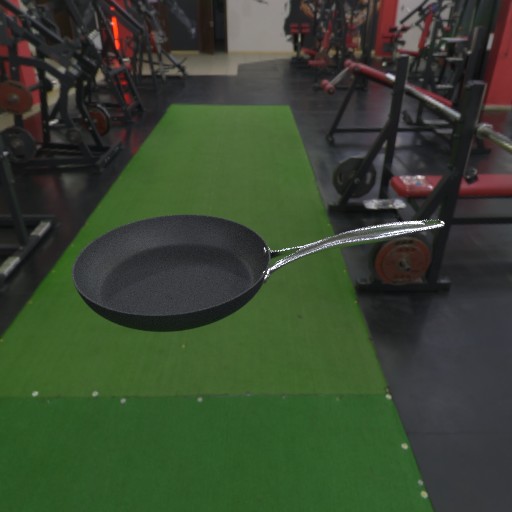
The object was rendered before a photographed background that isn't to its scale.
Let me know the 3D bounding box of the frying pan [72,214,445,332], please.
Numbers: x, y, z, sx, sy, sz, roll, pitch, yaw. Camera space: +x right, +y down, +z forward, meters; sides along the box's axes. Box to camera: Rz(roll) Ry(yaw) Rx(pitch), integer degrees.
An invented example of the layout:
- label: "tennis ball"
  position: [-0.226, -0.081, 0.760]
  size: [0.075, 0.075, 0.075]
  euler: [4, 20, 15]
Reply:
- label: "frying pan"
  position: [0.000, 0.000, 0.583]
  size: [0.472, 0.105, 0.255]
  euler: [1, 31, 2]
